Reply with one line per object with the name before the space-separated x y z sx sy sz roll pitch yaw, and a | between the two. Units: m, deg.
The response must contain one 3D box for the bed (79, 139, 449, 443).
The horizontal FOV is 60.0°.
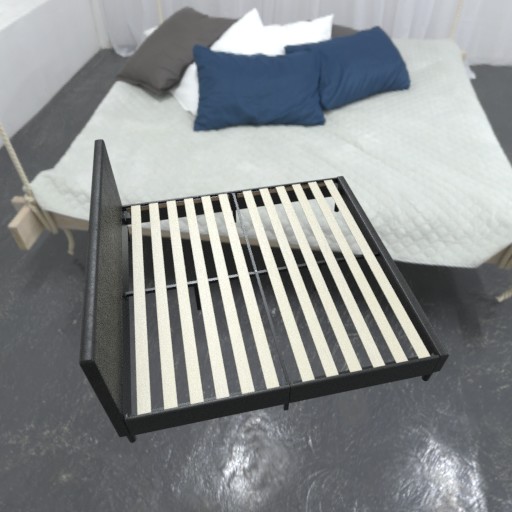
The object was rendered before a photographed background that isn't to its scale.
bed | 0.000 0.000 3.306 2.152 1.046 2.018 -9 47 -8
